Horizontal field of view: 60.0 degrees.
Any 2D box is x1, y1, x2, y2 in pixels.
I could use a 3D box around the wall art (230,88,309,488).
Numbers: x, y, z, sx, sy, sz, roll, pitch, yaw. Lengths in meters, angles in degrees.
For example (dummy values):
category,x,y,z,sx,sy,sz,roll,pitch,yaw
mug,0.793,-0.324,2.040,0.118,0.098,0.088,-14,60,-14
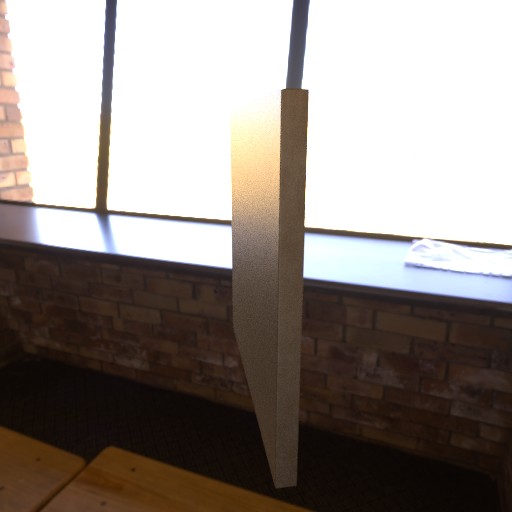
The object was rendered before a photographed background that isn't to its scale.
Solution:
category,x,y,z,sx,sy,sz,roll,pitch,yaw
wall art,0.000,0.000,0.765,0.030,0.506,0.503,-3,17,-9
